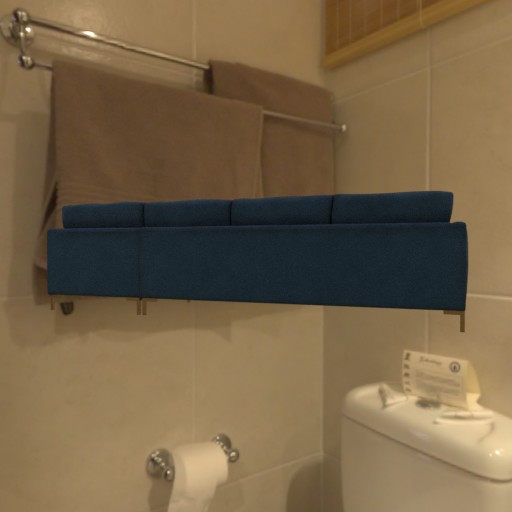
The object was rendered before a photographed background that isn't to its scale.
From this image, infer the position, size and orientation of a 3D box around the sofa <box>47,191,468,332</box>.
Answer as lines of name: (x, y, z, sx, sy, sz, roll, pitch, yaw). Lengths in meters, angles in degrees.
sofa: (0.000, 0.000, 3.513, 2.932, 0.810, 1.350, 0, 1, 18)
